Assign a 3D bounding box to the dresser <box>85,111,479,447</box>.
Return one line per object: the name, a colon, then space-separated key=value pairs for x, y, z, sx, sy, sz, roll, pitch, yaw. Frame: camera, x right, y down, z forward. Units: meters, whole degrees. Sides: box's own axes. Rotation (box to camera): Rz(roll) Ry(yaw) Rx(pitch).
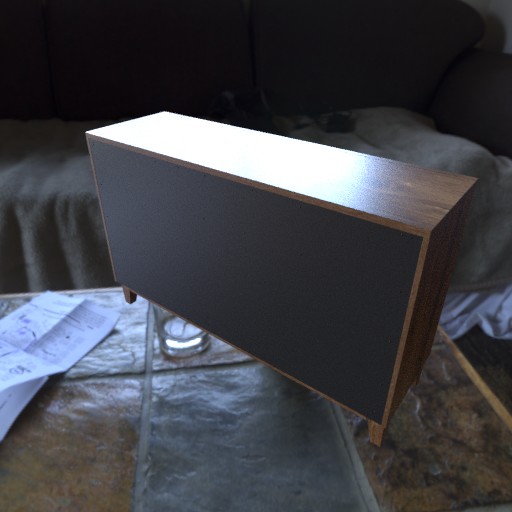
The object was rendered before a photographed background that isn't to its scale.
dresser: x=0.000 y=0.000 z=1.807 sx=1.400 sy=0.873 sz=0.446 roll=22 pitch=37 yaw=31
